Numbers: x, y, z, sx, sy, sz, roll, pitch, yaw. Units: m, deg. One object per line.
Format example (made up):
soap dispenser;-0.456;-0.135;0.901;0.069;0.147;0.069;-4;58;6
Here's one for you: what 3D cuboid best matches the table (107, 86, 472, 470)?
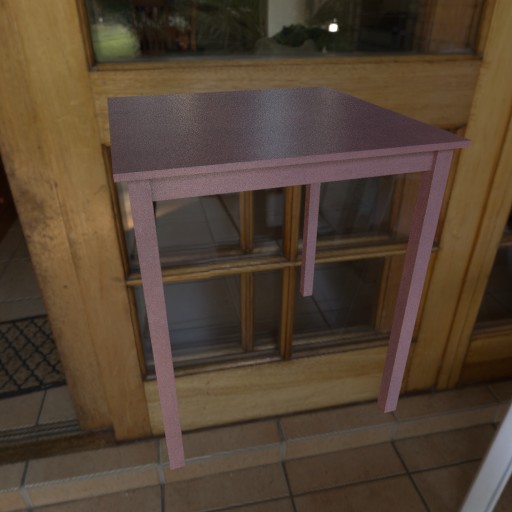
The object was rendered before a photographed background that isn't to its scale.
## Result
table;0.000;0.000;1.598;0.861;0.991;0.861;-9;31;-15
